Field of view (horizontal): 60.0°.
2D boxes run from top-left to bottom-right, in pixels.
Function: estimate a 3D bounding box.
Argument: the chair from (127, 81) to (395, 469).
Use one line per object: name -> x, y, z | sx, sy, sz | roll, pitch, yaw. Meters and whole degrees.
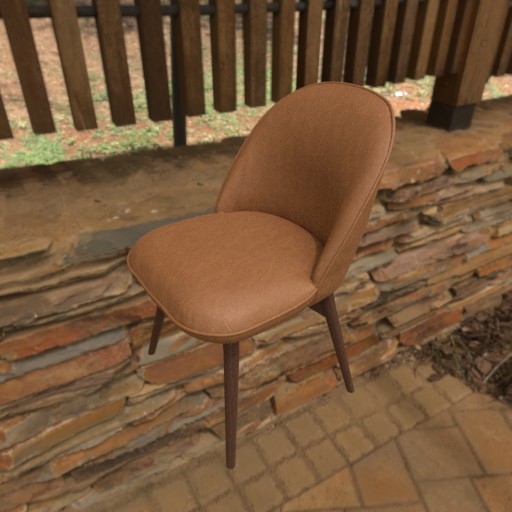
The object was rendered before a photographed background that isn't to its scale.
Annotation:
chair -> 0.000, 0.000, 1.217 | 0.631, 0.831, 0.521 | -20, 37, -29
